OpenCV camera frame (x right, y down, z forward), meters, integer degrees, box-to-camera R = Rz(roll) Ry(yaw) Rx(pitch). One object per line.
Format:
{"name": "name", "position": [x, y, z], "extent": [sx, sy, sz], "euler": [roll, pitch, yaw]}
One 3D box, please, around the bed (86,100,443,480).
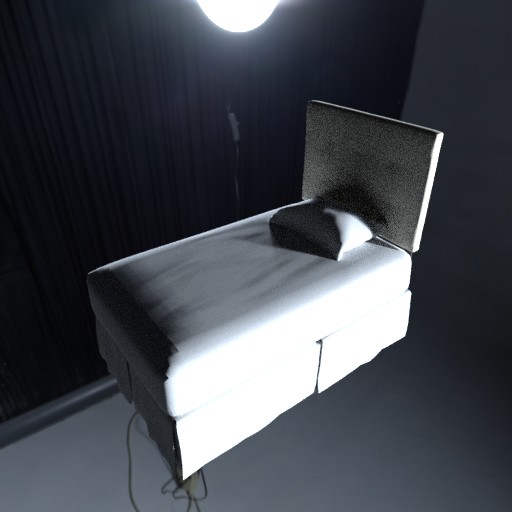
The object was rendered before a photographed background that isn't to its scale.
{"name": "bed", "position": [0.000, 0.000, 2.931], "extent": [1.997, 1.571, 1.261], "euler": [-21, 37, -31]}
